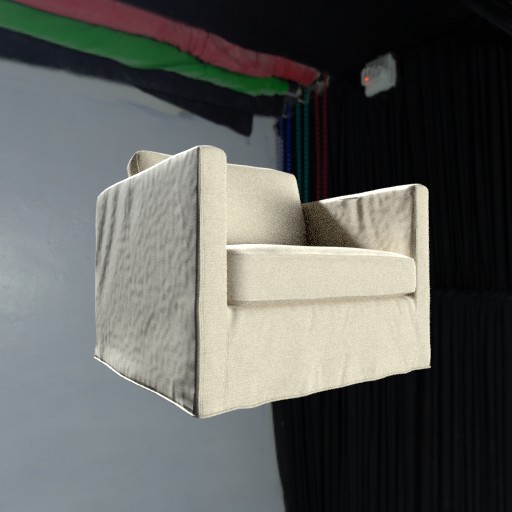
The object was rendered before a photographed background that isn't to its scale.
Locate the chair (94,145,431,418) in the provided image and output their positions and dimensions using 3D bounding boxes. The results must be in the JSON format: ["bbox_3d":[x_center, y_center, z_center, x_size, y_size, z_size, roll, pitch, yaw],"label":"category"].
[{"bbox_3d":[0.000,0.000,1.805,1.057,0.867,0.949,1,-2,-36],"label":"chair"}]
